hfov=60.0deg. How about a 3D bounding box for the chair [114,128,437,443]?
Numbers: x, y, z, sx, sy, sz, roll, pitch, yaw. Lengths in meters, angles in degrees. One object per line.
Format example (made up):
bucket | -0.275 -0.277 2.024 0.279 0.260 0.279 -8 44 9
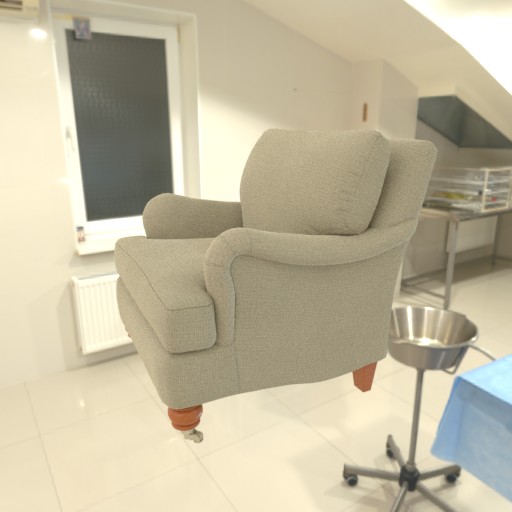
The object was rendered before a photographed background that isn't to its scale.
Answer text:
chair | 0.000 0.000 1.887 1.070 1.038 0.955 -8 18 -25
